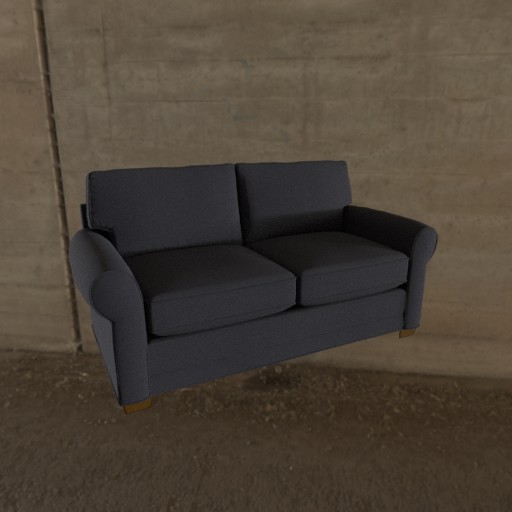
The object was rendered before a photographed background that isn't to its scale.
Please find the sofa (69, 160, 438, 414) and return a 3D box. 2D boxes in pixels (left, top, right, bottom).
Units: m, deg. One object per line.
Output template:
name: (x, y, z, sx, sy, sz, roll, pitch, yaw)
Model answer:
sofa: (0.000, 0.000, 2.599, 2.009, 1.031, 0.951, -8, 18, -26)
